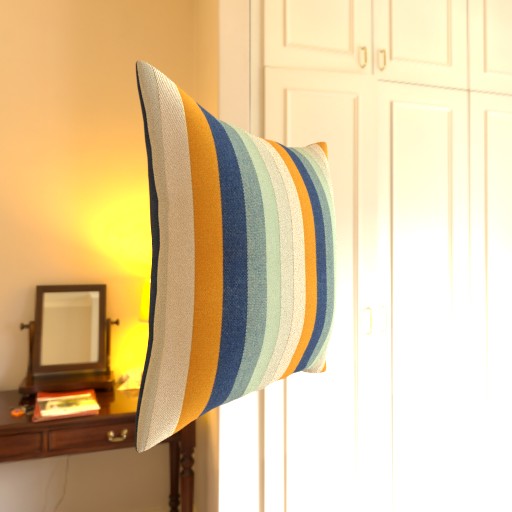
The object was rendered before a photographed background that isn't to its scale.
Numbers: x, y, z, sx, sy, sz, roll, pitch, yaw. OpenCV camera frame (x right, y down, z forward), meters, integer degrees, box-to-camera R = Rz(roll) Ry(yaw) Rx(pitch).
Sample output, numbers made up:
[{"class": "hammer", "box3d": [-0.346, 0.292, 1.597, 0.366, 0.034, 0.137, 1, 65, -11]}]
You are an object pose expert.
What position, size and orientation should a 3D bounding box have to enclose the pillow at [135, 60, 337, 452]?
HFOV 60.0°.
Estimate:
[{"class": "pillow", "box3d": [0.000, 0.000, 0.696, 0.173, 0.454, 0.463, 0, -1, 36]}]
